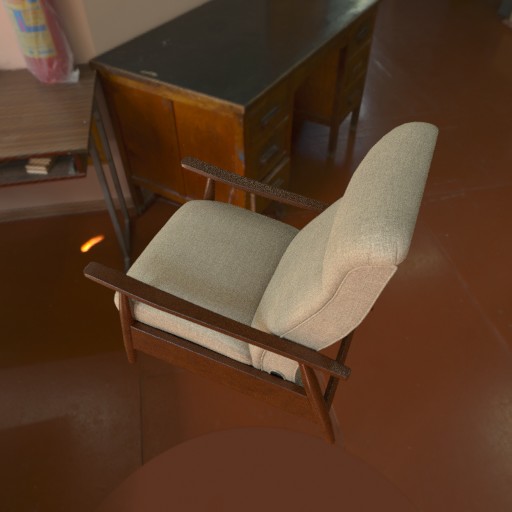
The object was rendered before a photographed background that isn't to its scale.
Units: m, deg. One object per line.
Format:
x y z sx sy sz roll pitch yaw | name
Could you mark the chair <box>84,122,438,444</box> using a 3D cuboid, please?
0.000 0.000 1.724 1.014 1.082 0.762 17 50 15 | chair
